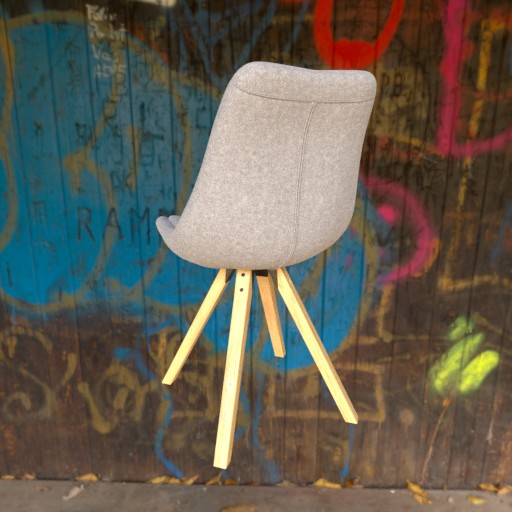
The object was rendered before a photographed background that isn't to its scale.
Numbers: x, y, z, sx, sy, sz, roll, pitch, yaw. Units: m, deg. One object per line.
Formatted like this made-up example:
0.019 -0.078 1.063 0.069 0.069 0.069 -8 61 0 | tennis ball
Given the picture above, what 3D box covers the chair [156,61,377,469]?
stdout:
0.000 0.000 1.174 0.483 0.865 0.550 -7 16 -26 | chair
